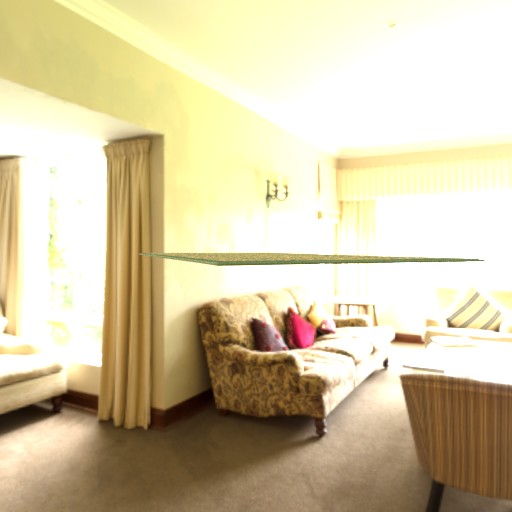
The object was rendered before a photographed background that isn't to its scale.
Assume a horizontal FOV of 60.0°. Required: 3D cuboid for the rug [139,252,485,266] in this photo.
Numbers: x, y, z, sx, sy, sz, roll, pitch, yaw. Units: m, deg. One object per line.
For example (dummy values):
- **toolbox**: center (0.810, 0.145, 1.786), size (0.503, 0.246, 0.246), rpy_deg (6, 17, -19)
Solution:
- **rug**: center (0.000, 0.000, 1.424), size (0.604, 0.007, 1.219), rpy_deg (0, 1, -21)
